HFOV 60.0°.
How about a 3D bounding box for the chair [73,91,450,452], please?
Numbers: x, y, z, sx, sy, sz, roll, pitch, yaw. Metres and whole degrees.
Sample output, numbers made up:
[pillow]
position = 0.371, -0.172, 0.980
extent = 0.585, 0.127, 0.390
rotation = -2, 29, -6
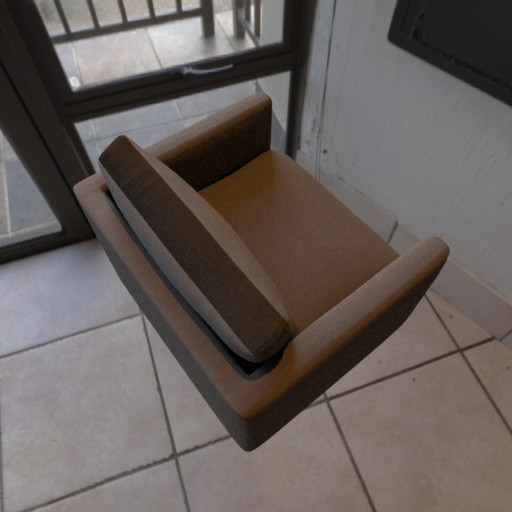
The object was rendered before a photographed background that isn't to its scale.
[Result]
[chair]
position = 0.000, 0.000, 1.827
extent = 0.959, 0.963, 1.107
rotation = -34, 64, -19
